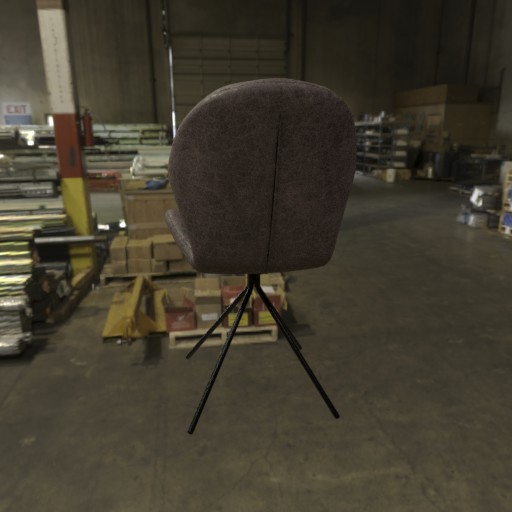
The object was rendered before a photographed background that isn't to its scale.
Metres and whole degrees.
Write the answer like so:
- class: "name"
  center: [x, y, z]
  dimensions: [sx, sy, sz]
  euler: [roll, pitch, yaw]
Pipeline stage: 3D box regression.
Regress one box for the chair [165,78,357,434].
- class: "chair"
  center: [0.000, 0.000, 1.326]
  dimensions: [0.527, 0.934, 0.640]
  euler: [-3, 16, -9]
